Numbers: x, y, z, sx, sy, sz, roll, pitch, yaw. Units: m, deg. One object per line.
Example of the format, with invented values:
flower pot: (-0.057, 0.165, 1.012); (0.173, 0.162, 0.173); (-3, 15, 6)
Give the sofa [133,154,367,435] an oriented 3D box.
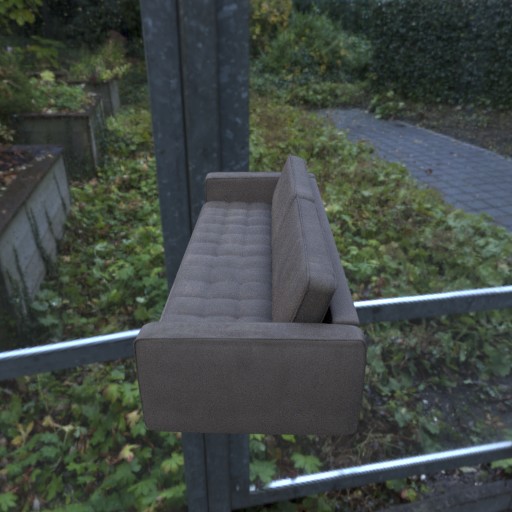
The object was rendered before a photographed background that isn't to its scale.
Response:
sofa: (0.000, 0.000, 2.757); (0.923, 0.813, 2.295); (1, 27, 1)
